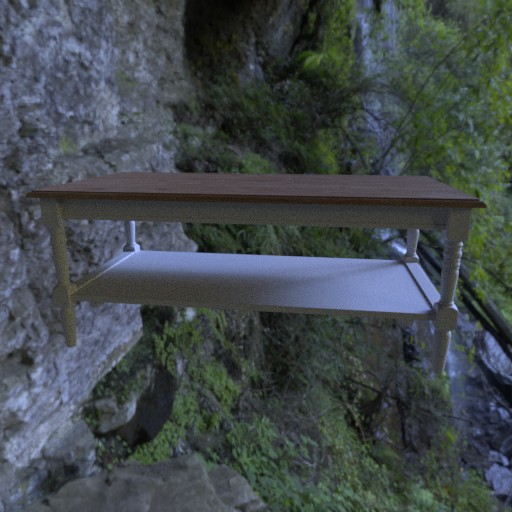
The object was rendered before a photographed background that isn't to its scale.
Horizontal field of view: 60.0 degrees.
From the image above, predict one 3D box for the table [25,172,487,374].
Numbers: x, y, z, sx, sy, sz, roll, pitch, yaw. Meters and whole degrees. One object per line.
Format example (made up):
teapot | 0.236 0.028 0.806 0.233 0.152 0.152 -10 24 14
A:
table | 0.000 0.000 1.386 1.118 0.458 0.559 2 16 8
